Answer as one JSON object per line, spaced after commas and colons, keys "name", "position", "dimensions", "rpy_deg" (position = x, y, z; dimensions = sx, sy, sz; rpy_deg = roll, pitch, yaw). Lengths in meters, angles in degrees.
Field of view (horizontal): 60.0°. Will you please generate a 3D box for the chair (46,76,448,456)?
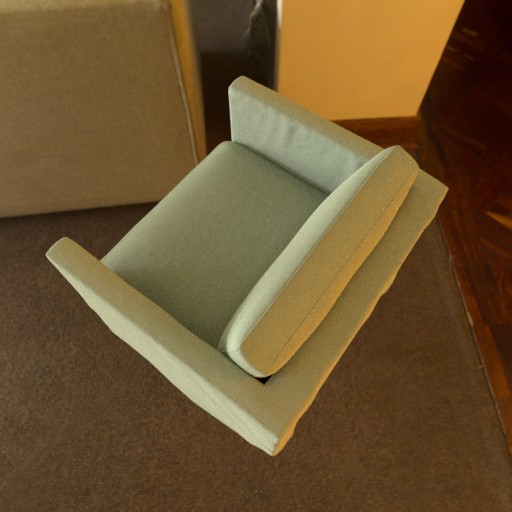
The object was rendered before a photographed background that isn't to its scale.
{"name": "chair", "position": [0.000, 0.000, 1.695], "dimensions": [0.949, 0.863, 1.057], "rpy_deg": [33, 67, 16]}
